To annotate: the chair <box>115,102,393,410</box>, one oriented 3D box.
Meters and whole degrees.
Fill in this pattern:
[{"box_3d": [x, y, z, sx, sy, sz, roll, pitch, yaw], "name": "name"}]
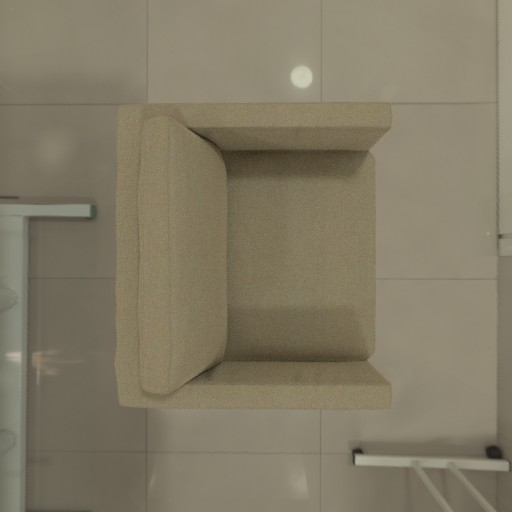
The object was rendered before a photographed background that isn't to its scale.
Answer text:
[{"box_3d": [0.000, 0.000, 1.740, 0.949, 0.863, 1.057, 0, 90, 1], "name": "chair"}]
